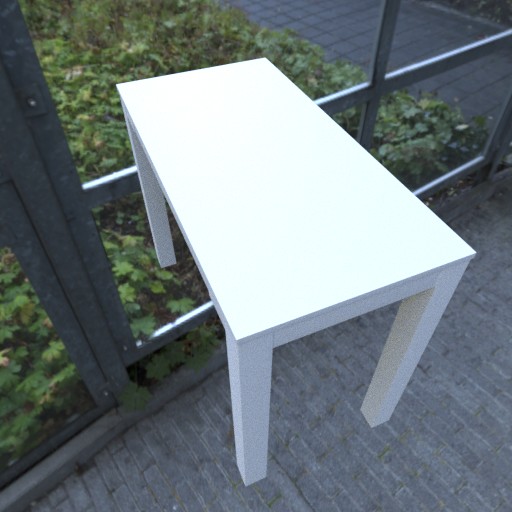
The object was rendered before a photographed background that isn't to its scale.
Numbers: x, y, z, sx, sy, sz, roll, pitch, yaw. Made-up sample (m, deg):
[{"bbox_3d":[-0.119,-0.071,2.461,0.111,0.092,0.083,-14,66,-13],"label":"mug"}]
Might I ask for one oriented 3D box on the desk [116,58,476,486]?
[{"bbox_3d":[0.000,0.000,1.374,0.497,0.762,0.990,-17,49,-16],"label":"desk"}]
